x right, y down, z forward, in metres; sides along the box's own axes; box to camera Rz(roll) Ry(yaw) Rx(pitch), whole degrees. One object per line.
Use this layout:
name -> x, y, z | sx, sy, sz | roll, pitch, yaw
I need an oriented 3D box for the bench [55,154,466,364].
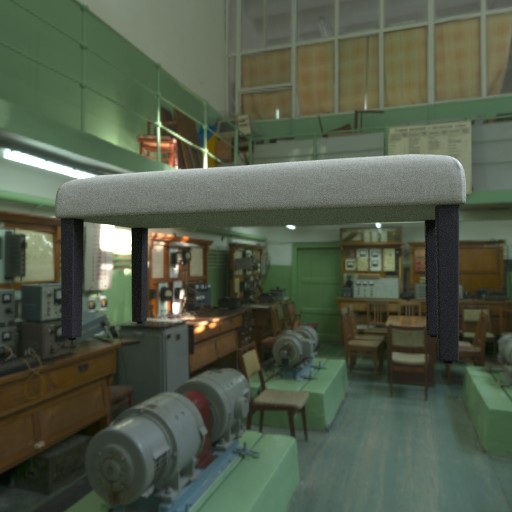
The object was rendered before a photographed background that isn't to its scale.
bench -> 0.000, 0.000, 1.233 | 1.013, 0.456, 0.407 | 0, -1, 17
